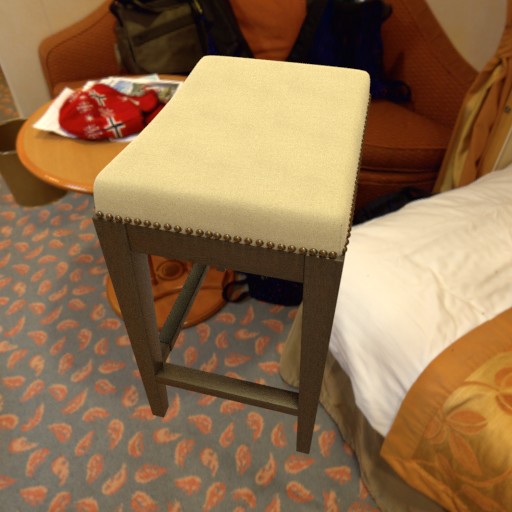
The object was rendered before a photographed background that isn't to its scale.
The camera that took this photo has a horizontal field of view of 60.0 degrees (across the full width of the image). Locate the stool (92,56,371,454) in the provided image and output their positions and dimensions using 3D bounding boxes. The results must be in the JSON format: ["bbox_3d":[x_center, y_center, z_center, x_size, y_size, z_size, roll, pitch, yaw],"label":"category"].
[{"bbox_3d":[0.000,0.000,0.933,0.361,0.642,0.500,10,45,10],"label":"stool"}]
